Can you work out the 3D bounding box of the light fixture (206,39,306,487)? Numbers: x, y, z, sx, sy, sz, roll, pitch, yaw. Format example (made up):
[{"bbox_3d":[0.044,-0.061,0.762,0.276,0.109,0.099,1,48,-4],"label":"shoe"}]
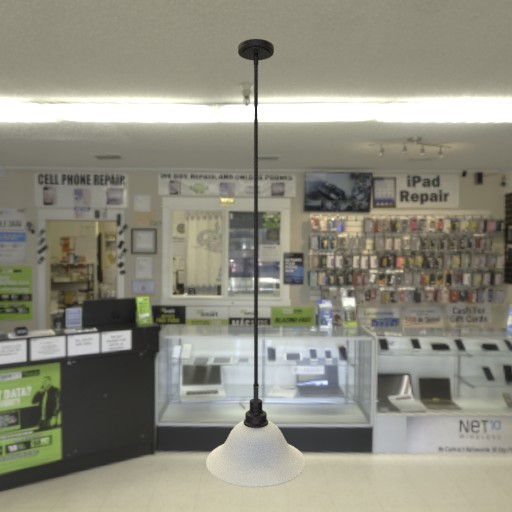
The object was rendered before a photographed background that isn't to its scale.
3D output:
[{"bbox_3d":[0.000,0.000,1.433,0.324,1.337,0.324,0,1,1],"label":"light fixture"}]
